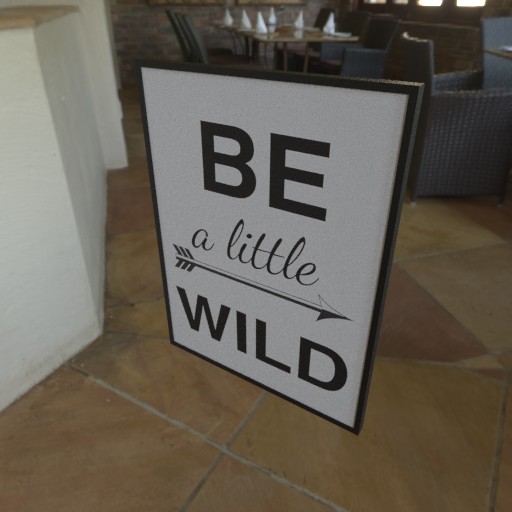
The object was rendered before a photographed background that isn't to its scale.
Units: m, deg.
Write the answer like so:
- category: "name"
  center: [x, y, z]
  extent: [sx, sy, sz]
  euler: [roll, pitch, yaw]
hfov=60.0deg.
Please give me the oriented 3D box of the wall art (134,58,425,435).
- category: "wall art"
  center: [0.000, 0.000, 1.358]
  extent: [0.806, 1.062, 0.038]
  euler: [18, 35, 28]
